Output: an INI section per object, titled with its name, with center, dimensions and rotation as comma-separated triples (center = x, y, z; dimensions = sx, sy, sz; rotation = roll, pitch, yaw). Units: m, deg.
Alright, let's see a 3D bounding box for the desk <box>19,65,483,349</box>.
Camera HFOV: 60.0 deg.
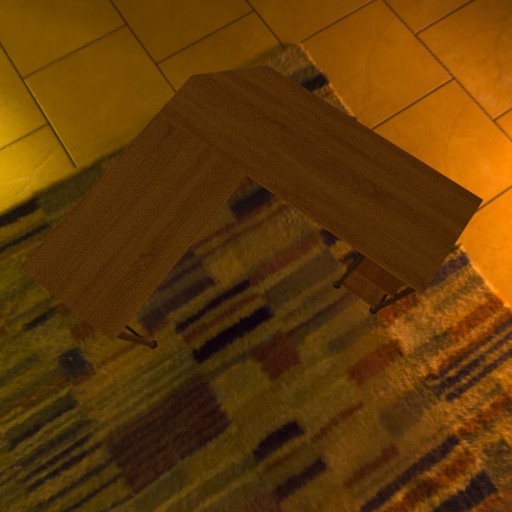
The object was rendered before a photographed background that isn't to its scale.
[desk]
center = 0.000, 0.000, 2.196
dimensions = 1.379, 0.739, 1.379
rotation = 35, 78, 9
